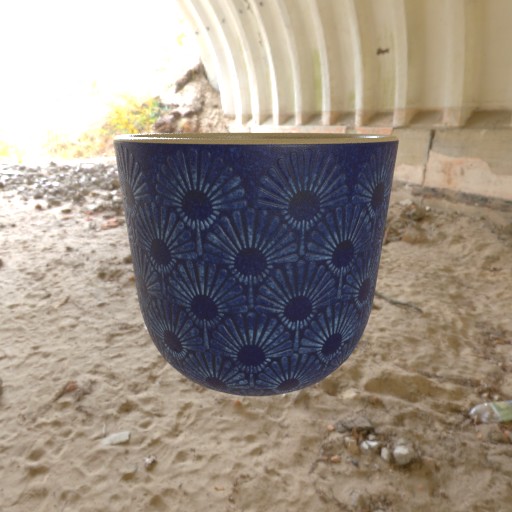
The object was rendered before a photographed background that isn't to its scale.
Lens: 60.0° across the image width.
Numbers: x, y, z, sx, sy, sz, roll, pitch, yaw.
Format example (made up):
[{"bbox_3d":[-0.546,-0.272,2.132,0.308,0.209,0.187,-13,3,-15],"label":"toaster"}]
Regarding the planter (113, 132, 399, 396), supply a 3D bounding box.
[{"bbox_3d":[0.000,0.000,0.361,0.206,0.190,0.206,0,17,0],"label":"planter"}]
